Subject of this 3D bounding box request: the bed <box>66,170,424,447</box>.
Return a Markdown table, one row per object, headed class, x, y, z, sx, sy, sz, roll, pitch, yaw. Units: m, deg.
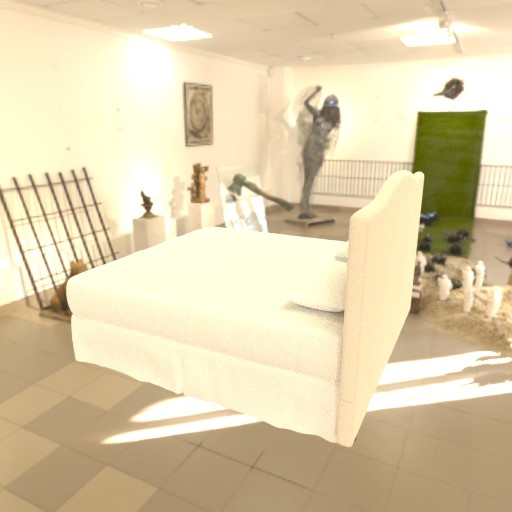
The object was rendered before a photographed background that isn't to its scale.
| class | x | y | z | sx | sy | sz | roll | pitch | yaw |
| --- | --- | --- | --- | --- | --- | --- | --- | --- | --- |
| bed | 0.000 | 0.000 | 3.515 | 2.182 | 1.421 | 2.083 | 8 | 18 | 26 |
